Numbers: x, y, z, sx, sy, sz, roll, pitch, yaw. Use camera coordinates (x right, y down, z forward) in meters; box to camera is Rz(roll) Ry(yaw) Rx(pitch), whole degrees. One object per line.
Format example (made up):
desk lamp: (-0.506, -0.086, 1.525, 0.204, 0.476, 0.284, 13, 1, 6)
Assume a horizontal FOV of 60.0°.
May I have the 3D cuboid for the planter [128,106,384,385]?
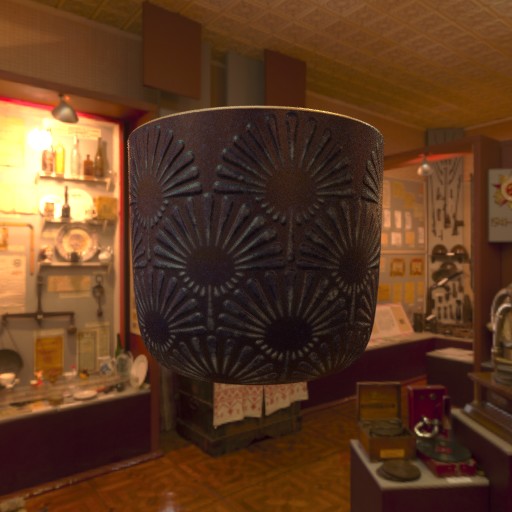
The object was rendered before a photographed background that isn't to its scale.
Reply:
planter: (0.000, 0.000, 0.222, 0.124, 0.109, 0.124, 0, 0, 0)
